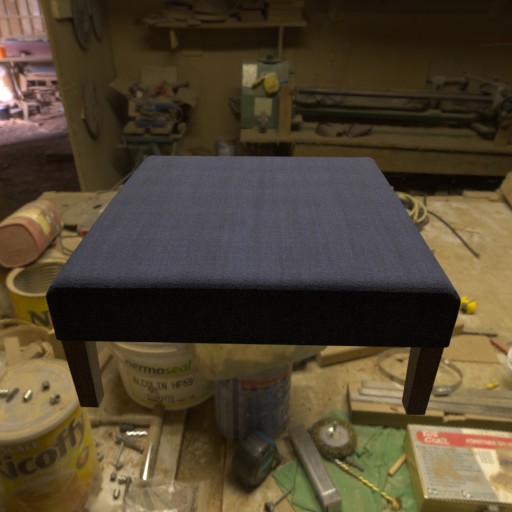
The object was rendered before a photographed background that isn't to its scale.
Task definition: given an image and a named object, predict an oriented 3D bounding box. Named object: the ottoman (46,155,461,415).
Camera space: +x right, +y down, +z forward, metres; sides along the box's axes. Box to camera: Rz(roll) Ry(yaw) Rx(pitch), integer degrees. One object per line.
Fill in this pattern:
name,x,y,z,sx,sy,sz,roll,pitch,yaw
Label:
ottoman,0.000,0.000,1.389,0.889,0.411,0.890,1,30,1
